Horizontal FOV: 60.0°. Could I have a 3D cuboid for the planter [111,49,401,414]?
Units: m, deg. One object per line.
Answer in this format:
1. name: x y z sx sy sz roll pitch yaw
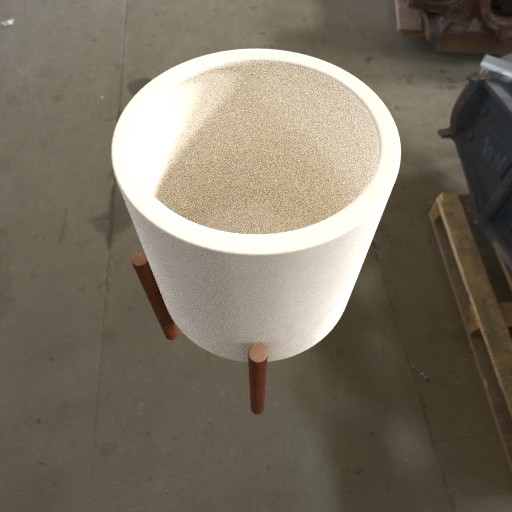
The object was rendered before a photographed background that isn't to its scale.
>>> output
1. planter: 0.000 0.000 0.929 0.417 0.670 0.417 34 64 19
